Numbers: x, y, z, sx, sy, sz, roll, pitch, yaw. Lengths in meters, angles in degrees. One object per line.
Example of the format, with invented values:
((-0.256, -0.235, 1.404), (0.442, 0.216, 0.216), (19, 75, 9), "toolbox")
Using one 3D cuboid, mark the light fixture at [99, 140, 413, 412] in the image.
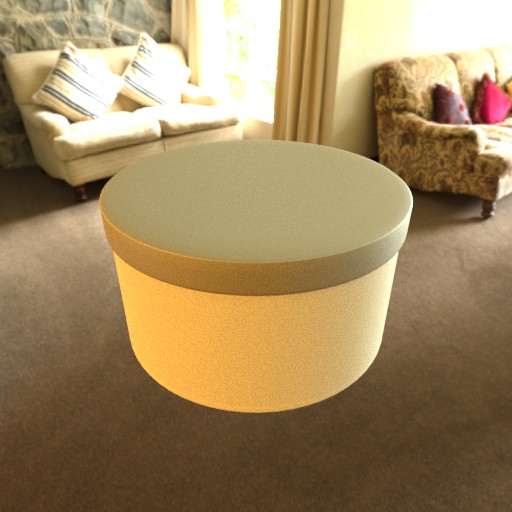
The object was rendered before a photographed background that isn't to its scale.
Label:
((0.000, 0.000, 0.638), (0.393, 0.229, 0.393), (0, 31, 0), "light fixture")
